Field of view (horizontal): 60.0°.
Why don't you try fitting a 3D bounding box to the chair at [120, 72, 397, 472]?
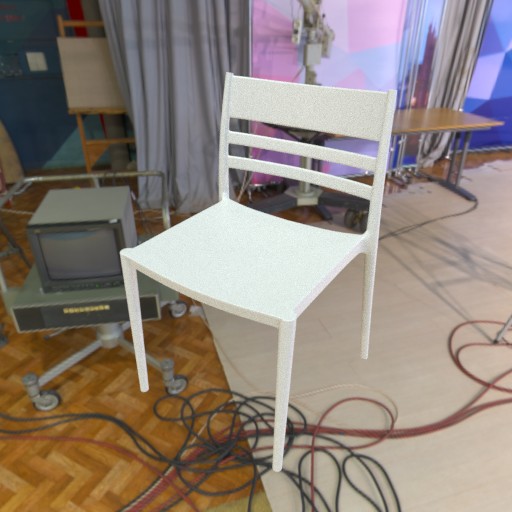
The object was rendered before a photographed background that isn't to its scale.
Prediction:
[{"bbox_3d":[0.000,0.000,1.143,0.531,0.800,0.511,19,35,28],"label":"chair"}]
